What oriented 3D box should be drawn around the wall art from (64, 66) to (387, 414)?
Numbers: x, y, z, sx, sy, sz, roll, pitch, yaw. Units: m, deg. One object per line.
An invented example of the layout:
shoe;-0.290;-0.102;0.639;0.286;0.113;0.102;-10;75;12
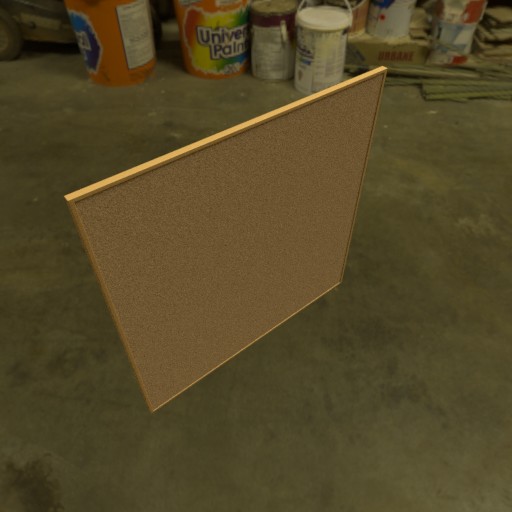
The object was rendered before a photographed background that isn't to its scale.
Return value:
wall art;0.000;0.000;0.975;0.657;0.655;0.014;-30;53;-26
